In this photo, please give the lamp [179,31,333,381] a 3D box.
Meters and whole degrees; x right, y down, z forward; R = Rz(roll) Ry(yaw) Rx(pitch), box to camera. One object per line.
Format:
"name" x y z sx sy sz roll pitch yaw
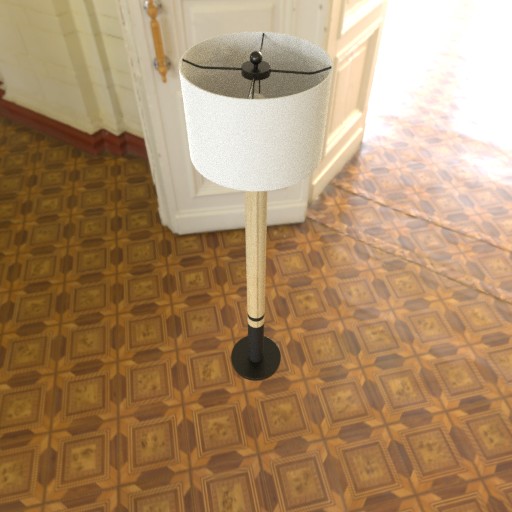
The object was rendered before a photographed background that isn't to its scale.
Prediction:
"lamp" 0.000 0.000 1.627 0.381 1.478 0.381 -10 48 -9
